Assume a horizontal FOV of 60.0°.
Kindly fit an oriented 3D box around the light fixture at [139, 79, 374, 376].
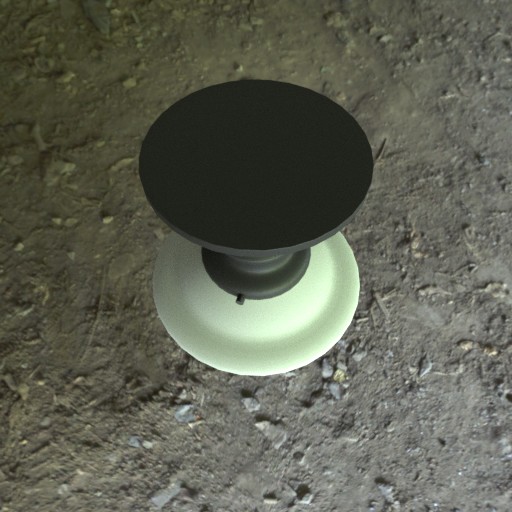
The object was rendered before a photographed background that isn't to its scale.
[{"bbox_3d":[0.000,0.000,0.396,0.197,0.254,0.197,0,58,0],"label":"light fixture"}]
